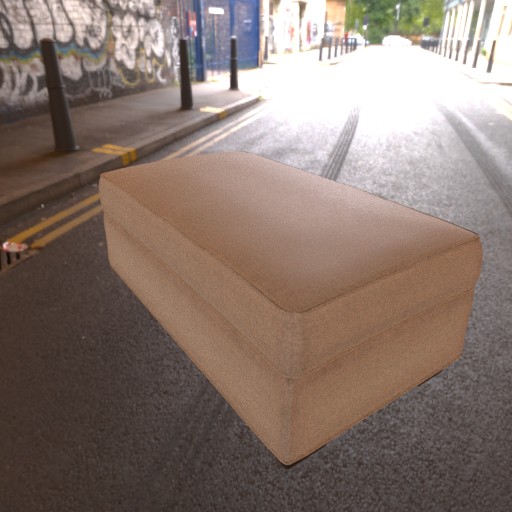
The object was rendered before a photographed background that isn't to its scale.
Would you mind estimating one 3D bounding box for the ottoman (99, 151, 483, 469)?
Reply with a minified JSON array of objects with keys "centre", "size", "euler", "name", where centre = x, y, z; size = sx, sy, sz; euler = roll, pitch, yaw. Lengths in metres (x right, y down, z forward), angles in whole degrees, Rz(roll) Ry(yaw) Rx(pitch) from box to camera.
[{"centre":[0.000,0.000,1.374],"size":[0.617,0.448,1.097],"euler":[-17,31,-31],"name":"ottoman"}]
